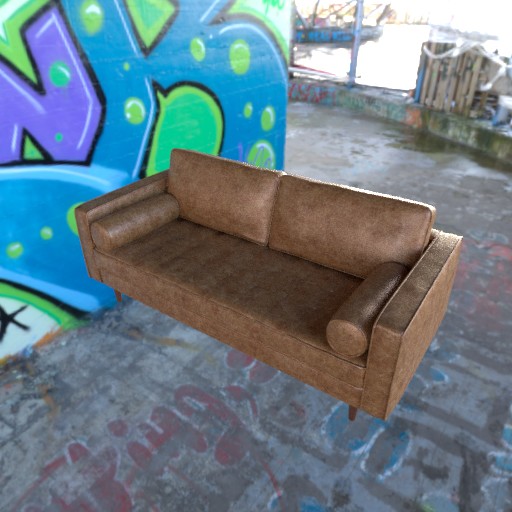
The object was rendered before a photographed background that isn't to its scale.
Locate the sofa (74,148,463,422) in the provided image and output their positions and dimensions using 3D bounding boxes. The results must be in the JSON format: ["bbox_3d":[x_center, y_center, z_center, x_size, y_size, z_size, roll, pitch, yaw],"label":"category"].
[{"bbox_3d":[0.000,0.000,2.440,1.920,0.825,0.924,19,36,29],"label":"sofa"}]
